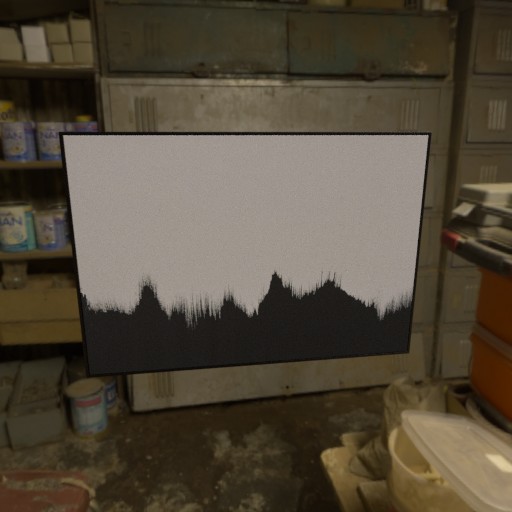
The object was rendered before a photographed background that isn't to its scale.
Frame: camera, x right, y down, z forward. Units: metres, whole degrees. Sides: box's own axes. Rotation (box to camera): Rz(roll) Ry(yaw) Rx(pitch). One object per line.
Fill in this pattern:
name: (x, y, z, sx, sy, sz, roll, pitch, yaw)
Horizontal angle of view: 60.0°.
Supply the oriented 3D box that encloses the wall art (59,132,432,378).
wall art: (0.000, 0.000, 1.224, 0.957, 0.660, 0.019, -2, 16, -8)
